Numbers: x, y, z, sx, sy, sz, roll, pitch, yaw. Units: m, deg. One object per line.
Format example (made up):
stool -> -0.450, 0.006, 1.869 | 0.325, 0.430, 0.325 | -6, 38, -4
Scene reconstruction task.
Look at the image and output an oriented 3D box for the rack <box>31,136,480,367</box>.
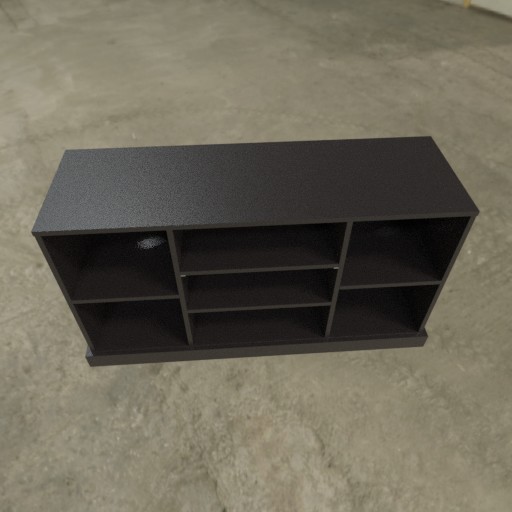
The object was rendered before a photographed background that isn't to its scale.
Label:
rack -> 0.000, 0.000, 1.512 | 1.206, 0.635, 0.399 | -3, 46, -3
